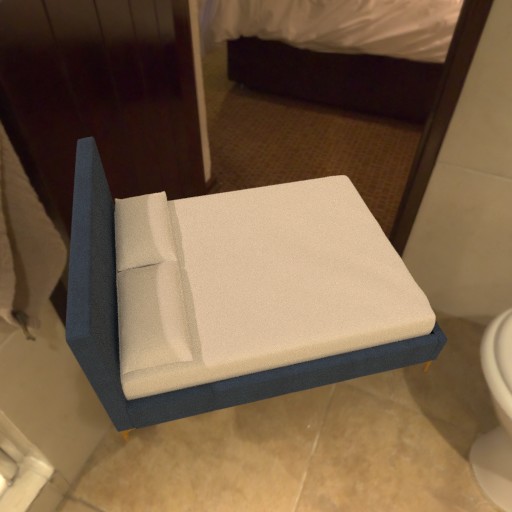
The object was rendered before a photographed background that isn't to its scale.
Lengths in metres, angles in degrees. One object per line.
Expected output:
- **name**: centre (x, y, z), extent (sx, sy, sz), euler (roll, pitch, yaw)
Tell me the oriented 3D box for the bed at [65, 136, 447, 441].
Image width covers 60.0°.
- **bed**: centre (0.000, 0.000, 3.148), extent (2.172, 1.231, 1.723), euler (-10, 48, -9)
